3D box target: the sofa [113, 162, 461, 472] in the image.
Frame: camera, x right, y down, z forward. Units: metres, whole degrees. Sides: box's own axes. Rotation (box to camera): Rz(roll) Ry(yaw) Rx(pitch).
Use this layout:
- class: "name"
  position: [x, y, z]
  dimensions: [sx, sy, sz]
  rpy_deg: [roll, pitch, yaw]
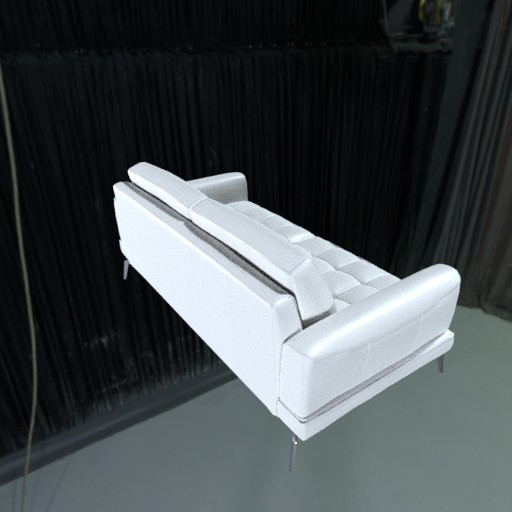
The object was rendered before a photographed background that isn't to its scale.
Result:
- class: "sofa"
  position: [0.000, 0.000, 2.766]
  dimensions: [1.121, 0.930, 2.177]
  rpy_deg: [-18, 33, -31]
